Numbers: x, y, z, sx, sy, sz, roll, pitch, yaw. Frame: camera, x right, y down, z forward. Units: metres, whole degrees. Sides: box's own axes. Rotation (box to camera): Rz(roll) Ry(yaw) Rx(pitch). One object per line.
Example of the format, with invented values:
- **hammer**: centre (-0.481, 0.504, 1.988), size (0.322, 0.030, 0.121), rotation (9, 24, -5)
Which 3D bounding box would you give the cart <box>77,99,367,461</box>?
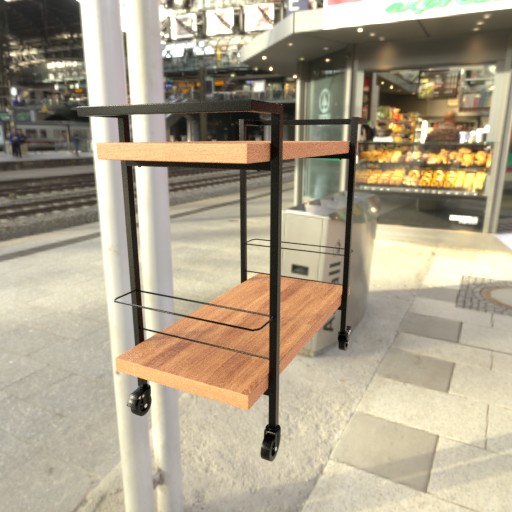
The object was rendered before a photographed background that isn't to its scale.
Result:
- **cart**: centre (0.000, 0.000, 1.247), size (0.406, 0.762, 0.806), rotation (7, 17, 26)
